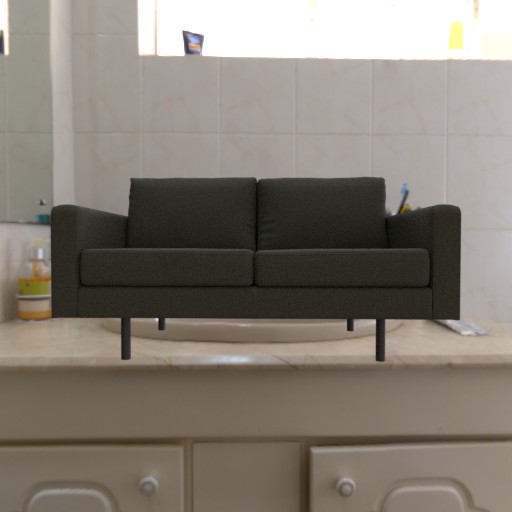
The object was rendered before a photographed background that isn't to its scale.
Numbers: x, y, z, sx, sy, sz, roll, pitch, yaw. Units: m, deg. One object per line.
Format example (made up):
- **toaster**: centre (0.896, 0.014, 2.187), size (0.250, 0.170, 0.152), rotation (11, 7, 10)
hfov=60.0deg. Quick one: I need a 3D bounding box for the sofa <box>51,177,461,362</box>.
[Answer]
- **sofa**: centre (0.000, 0.000, 2.285), size (1.730, 0.897, 0.889), rotation (0, 1, 1)
